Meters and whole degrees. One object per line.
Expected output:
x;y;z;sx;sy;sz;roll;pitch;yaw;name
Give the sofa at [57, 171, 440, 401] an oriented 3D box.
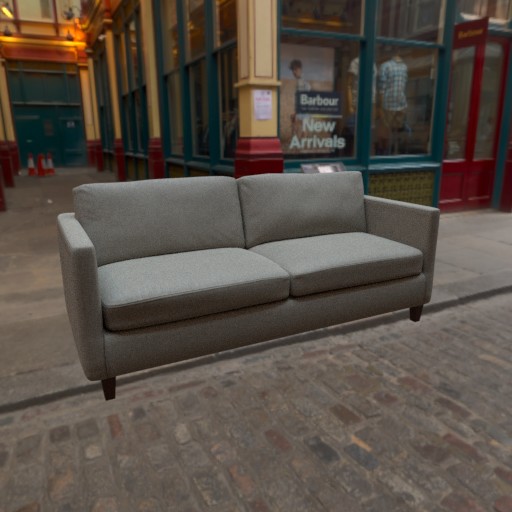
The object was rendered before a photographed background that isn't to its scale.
0.000;0.000;2.779;2.208;0.963;0.956;-8;17;-26;sofa
